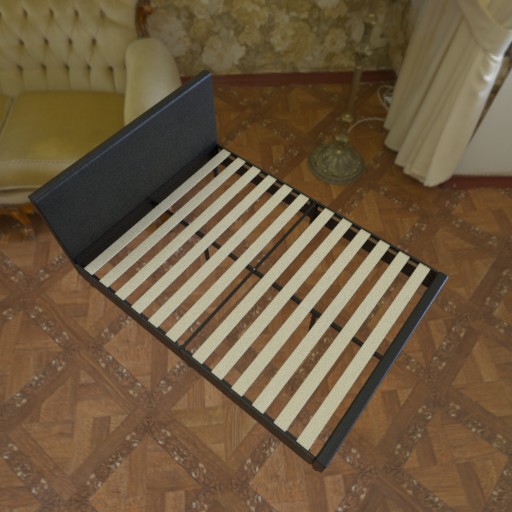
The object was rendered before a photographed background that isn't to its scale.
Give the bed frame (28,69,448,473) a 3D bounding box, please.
[{"bbox_3d":[0.000,0.000,3.158,2.318,1.127,1.634,34,63,20],"label":"bed frame"}]
